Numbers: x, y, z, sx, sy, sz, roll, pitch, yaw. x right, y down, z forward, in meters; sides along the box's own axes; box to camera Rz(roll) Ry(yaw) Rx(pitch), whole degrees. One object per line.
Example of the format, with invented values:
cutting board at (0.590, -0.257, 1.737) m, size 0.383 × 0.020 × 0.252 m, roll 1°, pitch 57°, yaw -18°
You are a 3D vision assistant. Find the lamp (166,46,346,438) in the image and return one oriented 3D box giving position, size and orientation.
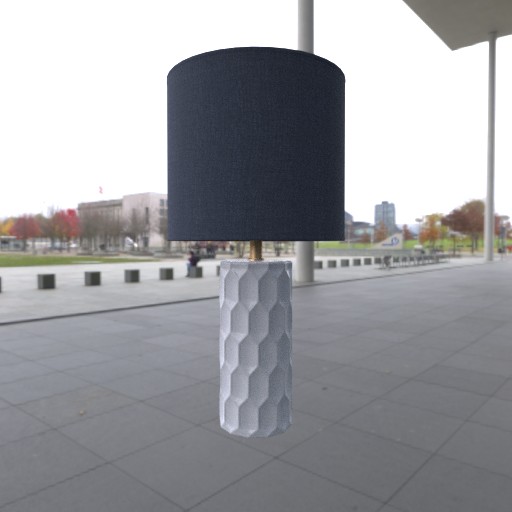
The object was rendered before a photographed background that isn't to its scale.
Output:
lamp at (0.000, 0.000, 0.703) m, size 0.277 × 0.537 × 0.277 m, roll -1°, pitch 2°, yaw -34°
